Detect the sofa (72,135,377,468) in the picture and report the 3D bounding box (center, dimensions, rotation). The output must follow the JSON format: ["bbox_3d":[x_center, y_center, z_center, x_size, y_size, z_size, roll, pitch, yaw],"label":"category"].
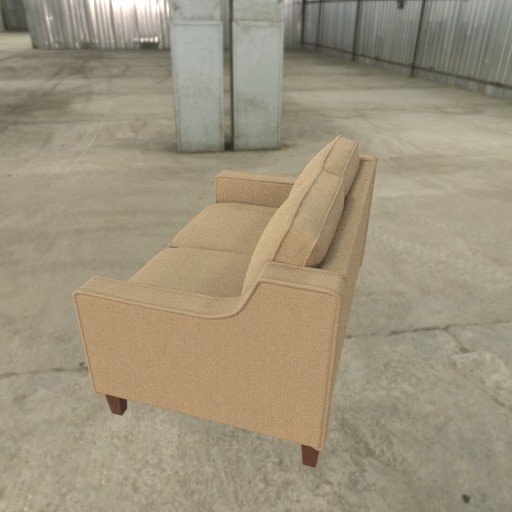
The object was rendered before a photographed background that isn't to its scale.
[{"bbox_3d":[0.000,0.000,2.183,0.987,0.971,1.501,8,30,15],"label":"sofa"}]
